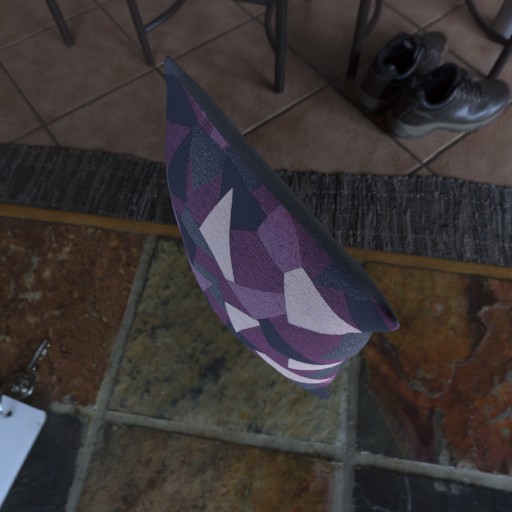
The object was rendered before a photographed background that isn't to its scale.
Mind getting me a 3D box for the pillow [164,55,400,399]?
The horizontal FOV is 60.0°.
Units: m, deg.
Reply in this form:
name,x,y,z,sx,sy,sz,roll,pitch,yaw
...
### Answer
name,x,y,z,sx,sy,sz,roll,pitch,yaw
pillow,0.000,0.000,0.768,0.208,0.496,0.503,-32,68,-15
